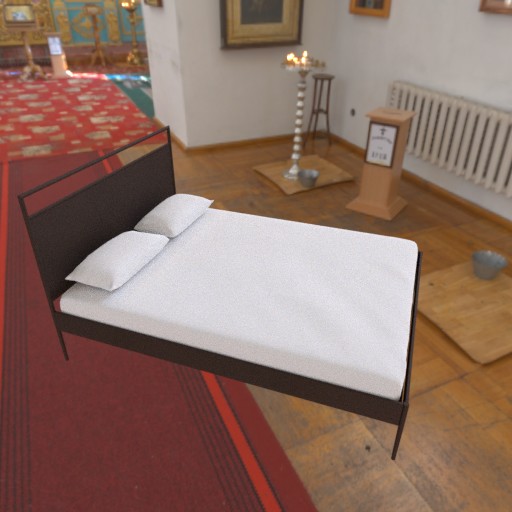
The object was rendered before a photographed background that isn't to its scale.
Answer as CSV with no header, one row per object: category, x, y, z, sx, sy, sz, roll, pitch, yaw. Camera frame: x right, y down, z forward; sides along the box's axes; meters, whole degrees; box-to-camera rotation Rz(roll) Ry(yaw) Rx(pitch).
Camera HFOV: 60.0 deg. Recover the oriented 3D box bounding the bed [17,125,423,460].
bed,0.000,0.000,2.954,2.122,1.173,1.572,11,32,17
